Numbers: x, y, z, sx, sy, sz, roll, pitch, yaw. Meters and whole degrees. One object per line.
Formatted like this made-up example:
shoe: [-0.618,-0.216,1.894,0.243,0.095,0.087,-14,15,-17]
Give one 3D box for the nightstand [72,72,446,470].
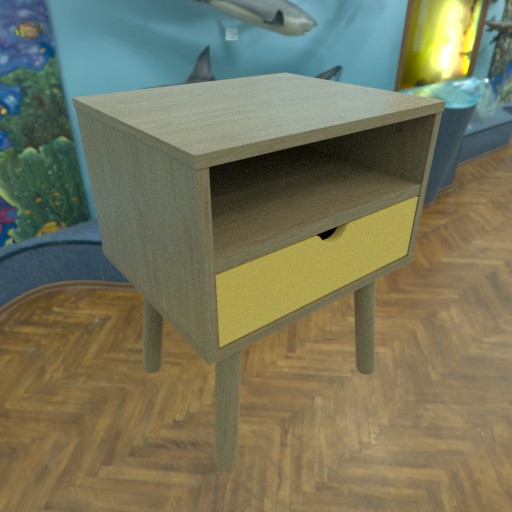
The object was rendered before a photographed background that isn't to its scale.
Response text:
nightstand: [0.000,0.000,0.841,0.450,0.571,0.380,-21,36,-32]
